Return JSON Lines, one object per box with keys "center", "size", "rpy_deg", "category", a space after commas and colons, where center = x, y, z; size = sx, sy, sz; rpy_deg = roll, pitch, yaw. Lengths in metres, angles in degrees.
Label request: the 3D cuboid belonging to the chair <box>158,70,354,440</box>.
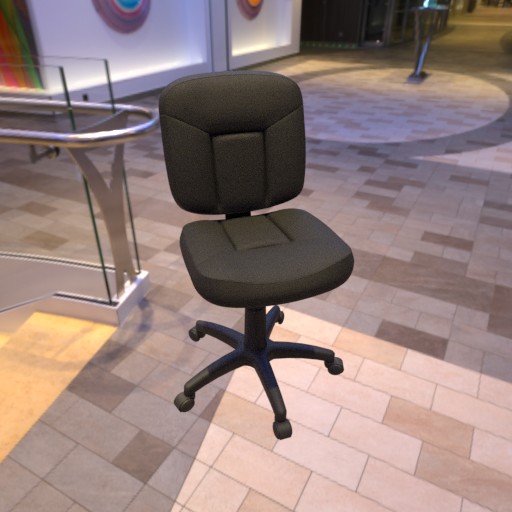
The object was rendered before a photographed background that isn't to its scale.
{"center": [0.000, 0.000, 1.346], "size": [0.610, 0.972, 0.610], "rpy_deg": [-9, 32, -15], "category": "chair"}
